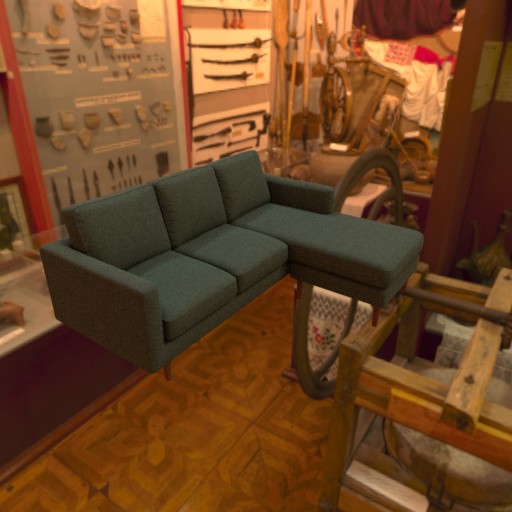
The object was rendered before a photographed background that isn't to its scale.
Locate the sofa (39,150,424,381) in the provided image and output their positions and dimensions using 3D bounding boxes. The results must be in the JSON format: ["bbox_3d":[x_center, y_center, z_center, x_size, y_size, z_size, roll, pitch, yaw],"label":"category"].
[{"bbox_3d":[0.000,0.000,2.999,1.667,0.957,2.055,18,31,32],"label":"sofa"}]
